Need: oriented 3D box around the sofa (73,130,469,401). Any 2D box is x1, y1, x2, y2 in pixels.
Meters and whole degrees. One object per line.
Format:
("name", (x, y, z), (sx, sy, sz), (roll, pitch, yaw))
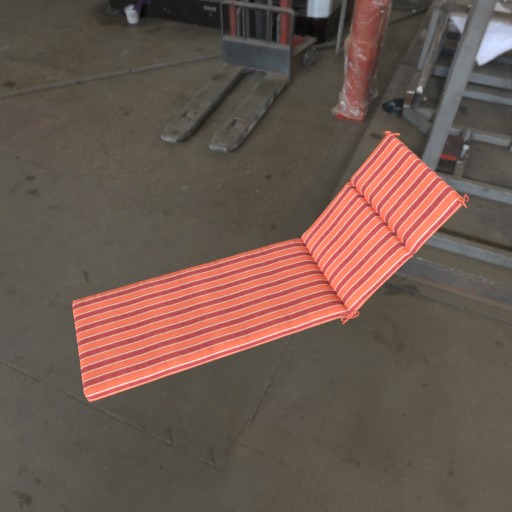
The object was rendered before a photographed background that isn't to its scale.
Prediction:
("sofa", (0.000, 0.000, 1.945), (1.663, 0.622, 0.582), (-16, 49, -14))
